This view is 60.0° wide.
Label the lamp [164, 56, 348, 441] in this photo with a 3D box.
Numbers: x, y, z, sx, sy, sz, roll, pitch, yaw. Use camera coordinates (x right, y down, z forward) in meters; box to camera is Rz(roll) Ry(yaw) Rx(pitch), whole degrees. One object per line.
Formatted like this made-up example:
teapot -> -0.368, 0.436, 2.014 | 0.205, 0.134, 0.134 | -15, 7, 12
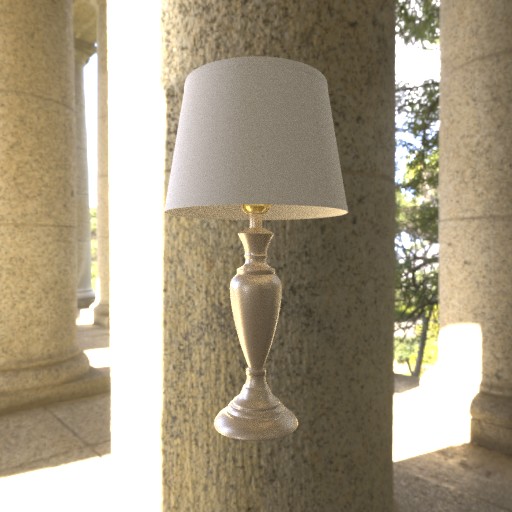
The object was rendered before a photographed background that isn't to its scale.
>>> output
lamp -> 0.000, 0.000, 0.806 | 0.328, 0.612, 0.328 | 0, 1, 0
